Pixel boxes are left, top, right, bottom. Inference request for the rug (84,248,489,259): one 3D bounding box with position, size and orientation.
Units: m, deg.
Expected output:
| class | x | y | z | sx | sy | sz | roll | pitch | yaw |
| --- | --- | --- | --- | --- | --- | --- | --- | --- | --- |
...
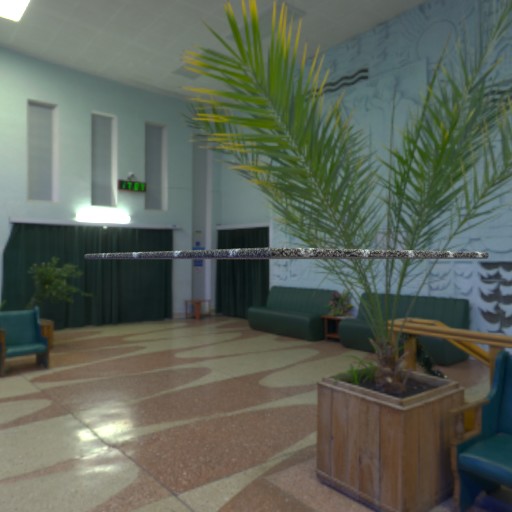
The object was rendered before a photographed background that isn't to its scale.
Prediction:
| class | x | y | z | sx | sy | sz | roll | pitch | yaw |
| --- | --- | --- | --- | --- | --- | --- | --- | --- | --- |
| rug | 0.000 | 0.000 | 2.276 | 1.219 | 0.030 | 1.778 | 0 | -1 | -37 |
